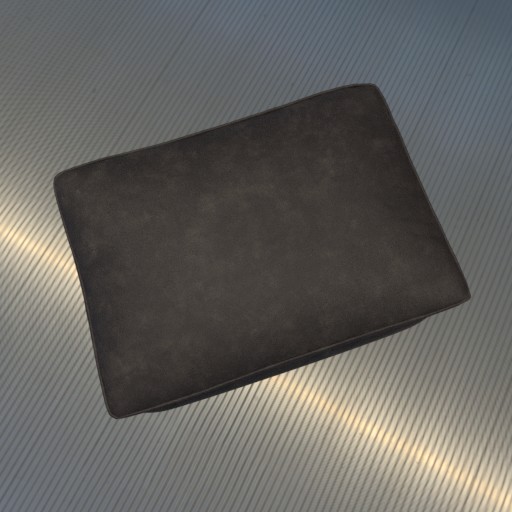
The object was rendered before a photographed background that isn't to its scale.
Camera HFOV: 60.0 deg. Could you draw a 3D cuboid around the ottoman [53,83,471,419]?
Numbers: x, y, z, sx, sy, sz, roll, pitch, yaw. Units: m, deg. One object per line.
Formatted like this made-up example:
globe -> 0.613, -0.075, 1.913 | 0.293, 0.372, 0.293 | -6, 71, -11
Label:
ottoman -> 0.000, 0.000, 0.957 | 0.665, 0.413, 0.501 | -18, 77, -4
